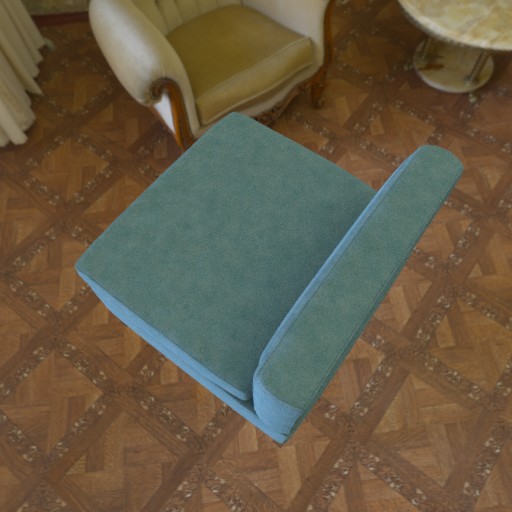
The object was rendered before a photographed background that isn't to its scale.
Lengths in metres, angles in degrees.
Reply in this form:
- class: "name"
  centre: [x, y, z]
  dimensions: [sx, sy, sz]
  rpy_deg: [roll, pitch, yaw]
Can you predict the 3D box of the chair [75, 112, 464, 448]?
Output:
- class: "chair"
  centre: [0.000, 0.000, 1.209]
  dimensions: [0.685, 0.660, 0.684]
  rpy_deg: [33, 67, 16]
